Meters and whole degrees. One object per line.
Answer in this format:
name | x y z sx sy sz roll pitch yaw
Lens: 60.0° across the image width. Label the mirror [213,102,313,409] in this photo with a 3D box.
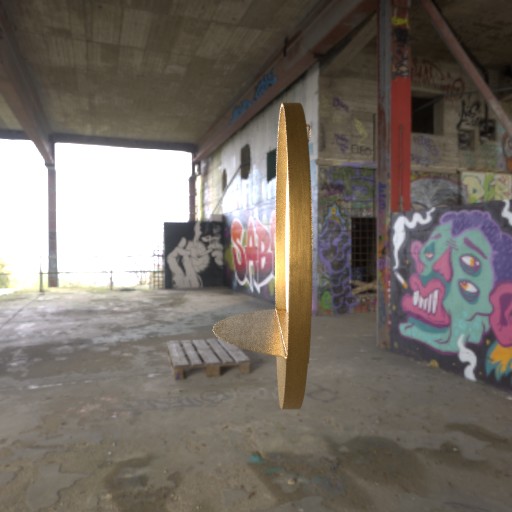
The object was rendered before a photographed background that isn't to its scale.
mirror | 0.000 0.000 0.700 0.133 0.457 0.457 0 1 1
